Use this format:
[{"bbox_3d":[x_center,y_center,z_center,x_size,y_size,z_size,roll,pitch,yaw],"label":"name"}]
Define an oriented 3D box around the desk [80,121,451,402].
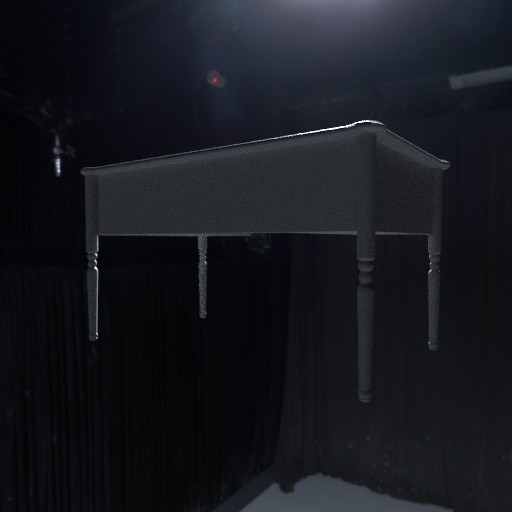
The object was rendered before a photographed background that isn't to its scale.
[{"bbox_3d":[0.000,0.000,1.882,1.380,0.762,0.807,1,2,36],"label":"desk"}]
